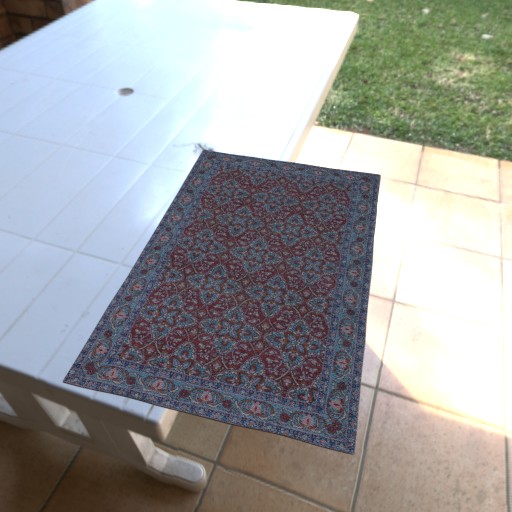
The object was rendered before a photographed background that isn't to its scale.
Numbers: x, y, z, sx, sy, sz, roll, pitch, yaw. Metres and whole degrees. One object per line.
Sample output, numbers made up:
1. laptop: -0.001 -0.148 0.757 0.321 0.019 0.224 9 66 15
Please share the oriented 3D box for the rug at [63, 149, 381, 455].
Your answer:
1. rug: 0.000 0.000 2.369 1.219 0.009 1.829 10 47 10
